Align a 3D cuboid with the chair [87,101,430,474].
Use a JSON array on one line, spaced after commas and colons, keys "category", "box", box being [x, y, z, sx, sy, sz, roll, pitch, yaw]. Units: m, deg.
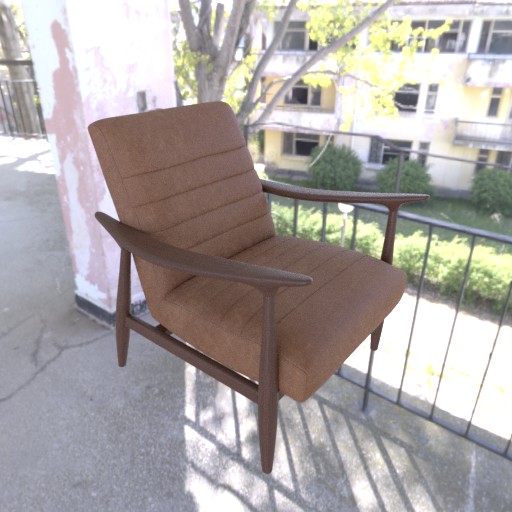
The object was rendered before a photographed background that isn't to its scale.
[{"category": "chair", "box": [0.000, 0.000, 1.390, 0.798, 0.832, 0.741, 19, 32, 34]}]
